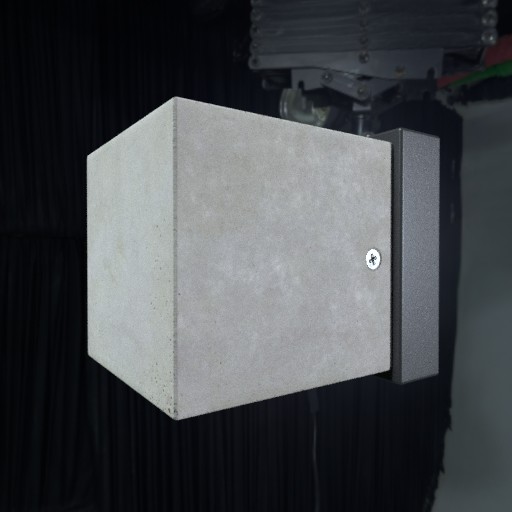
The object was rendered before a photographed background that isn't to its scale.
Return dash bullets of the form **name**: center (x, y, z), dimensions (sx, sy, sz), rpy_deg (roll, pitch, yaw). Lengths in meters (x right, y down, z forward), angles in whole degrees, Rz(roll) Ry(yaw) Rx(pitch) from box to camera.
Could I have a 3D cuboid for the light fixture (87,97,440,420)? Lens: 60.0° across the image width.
- **light fixture**: center (0.000, 0.000, 0.232), dimensions (0.143, 0.121, 0.121), rpy_deg (-1, 1, -35)
